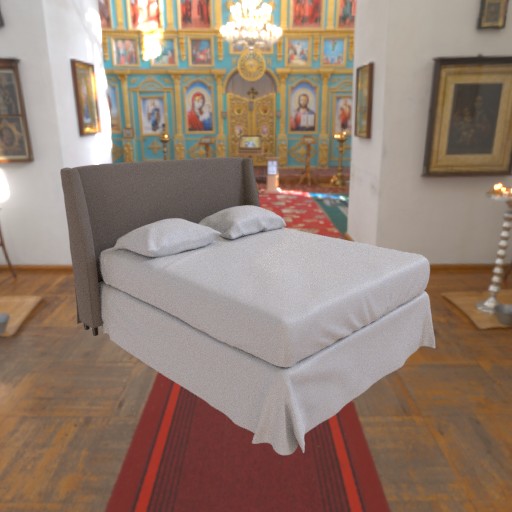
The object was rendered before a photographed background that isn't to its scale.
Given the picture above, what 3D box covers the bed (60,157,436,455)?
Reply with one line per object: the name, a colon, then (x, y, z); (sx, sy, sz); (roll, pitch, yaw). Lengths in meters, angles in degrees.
bed: (0.000, 0.000, 3.370); (2.276, 1.332, 1.925); (15, 22, 43)
